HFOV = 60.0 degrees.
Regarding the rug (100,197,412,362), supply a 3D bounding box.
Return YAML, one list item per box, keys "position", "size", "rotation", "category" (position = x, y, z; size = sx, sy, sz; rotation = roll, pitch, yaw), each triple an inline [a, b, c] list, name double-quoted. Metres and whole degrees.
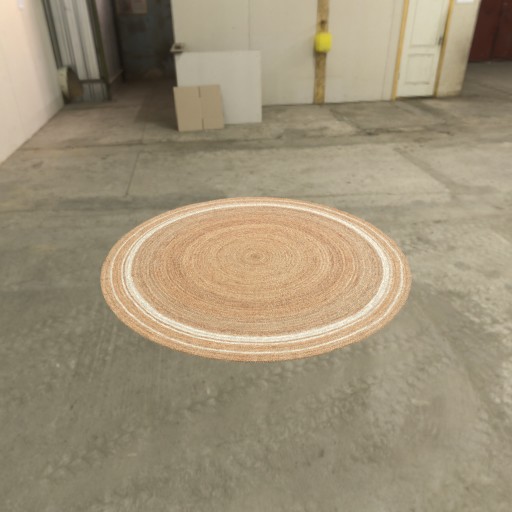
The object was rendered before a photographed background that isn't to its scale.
- position: [0.000, 0.000, 3.644]
  size: [2.444, 0.015, 2.444]
  rotation: [0, 30, 0]
  category: "rug"
